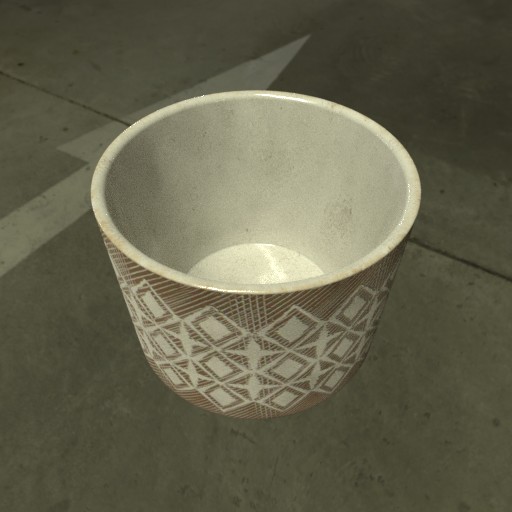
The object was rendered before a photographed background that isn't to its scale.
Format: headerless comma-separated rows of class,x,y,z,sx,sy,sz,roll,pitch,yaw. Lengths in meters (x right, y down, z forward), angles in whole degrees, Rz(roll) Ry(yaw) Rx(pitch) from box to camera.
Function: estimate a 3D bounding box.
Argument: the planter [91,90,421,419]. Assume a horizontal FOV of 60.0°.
planter,0.000,0.000,0.213,0.126,0.104,0.126,0,47,0
